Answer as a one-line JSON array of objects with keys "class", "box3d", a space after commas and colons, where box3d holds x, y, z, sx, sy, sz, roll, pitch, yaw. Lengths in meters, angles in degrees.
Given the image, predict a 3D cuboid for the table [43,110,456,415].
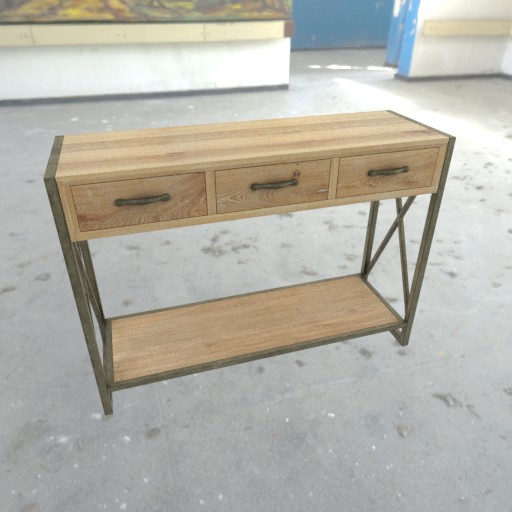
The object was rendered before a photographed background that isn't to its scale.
[{"class": "table", "box3d": [0.000, 0.000, 1.417, 1.059, 0.763, 0.361, -9, 32, -15]}]
